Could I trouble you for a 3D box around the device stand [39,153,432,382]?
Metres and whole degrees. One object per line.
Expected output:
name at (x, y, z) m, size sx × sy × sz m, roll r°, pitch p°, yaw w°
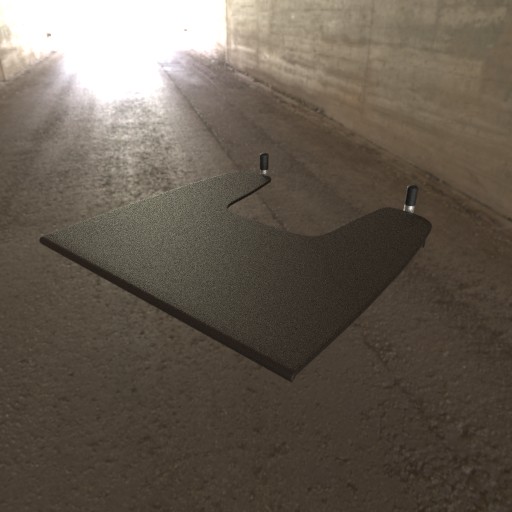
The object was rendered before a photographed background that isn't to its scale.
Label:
device stand at (0.000, 0.000, 0.356) m, size 0.230 × 0.092 × 0.230 m, roll 21°, pitch 35°, yaw 33°
